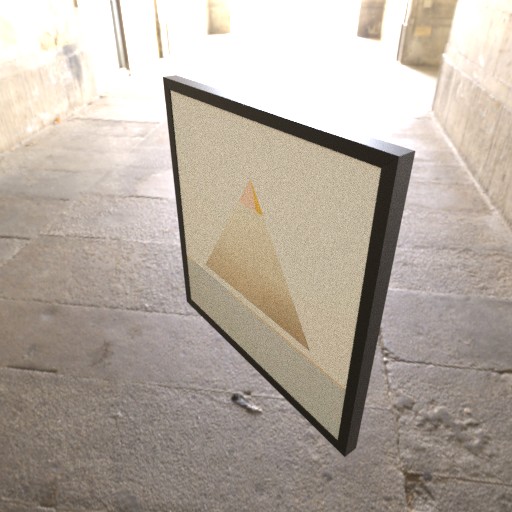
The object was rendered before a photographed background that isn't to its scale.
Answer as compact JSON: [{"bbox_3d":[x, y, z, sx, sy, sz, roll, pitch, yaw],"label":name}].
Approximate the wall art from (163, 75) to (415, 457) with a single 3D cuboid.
[{"bbox_3d":[0.000,0.000,1.148,0.042,0.766,0.769,-22,39,-31],"label":"wall art"}]
